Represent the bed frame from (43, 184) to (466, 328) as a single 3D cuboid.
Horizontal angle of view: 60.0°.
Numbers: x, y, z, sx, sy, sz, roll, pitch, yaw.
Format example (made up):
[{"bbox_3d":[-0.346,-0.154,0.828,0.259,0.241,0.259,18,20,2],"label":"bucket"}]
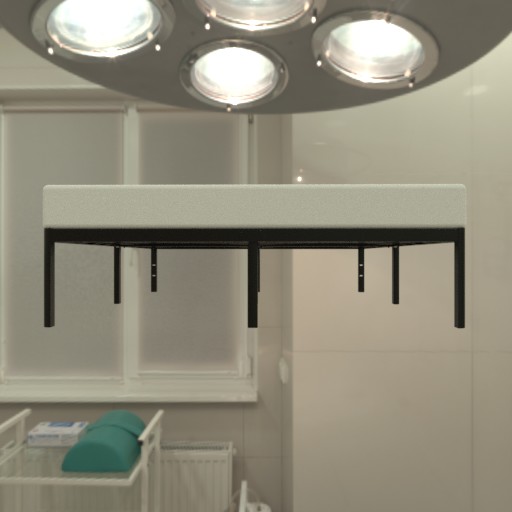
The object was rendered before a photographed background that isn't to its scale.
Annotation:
[{"bbox_3d":[0.000,0.000,3.051,1.963,0.659,2.079,0,0,1],"label":"bed frame"}]
